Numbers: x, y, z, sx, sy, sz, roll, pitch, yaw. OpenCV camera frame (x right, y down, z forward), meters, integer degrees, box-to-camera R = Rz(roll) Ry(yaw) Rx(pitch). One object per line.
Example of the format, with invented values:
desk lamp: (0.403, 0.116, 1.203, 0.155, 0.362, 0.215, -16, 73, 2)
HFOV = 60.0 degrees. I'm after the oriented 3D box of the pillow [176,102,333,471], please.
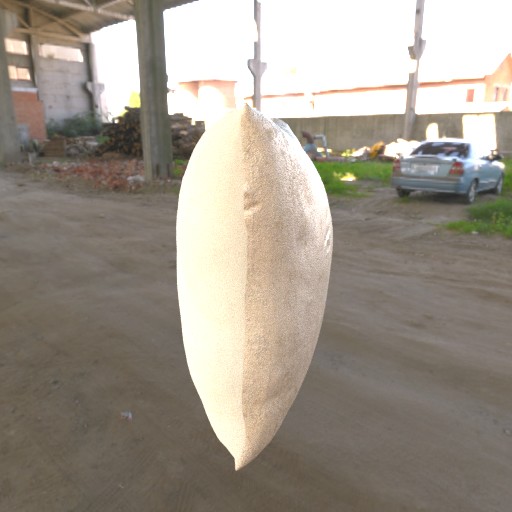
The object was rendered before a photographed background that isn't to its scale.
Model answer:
pillow: (0.000, 0.000, 0.722, 0.245, 0.448, 0.450, 2, 15, 8)
